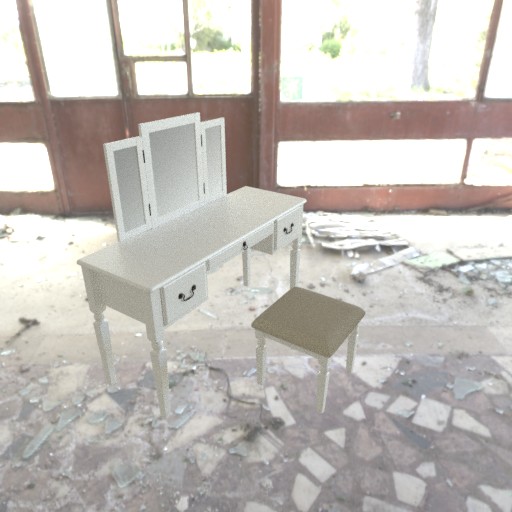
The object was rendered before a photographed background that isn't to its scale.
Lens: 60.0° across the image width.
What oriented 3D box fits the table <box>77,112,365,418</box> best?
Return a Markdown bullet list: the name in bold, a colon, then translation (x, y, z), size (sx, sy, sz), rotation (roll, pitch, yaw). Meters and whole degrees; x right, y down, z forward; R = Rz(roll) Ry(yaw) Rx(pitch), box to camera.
- **table**: translation (0.000, 0.000, 2.337), size (1.115, 1.310, 1.369), rotation (17, 31, 30)
